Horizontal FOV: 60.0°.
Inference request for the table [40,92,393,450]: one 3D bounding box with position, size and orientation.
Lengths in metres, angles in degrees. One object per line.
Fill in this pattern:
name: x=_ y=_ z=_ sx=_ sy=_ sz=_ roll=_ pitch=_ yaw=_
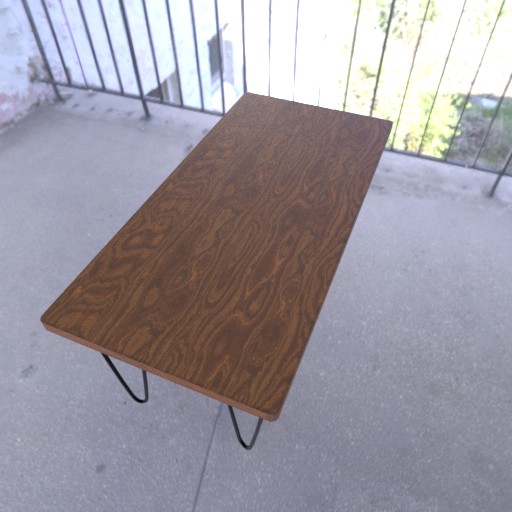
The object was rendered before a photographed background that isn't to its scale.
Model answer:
table: x=0.000 y=0.000 z=2.246 sx=0.883 sy=0.753 sz=1.791 roll=17 pitch=49 yaw=15
